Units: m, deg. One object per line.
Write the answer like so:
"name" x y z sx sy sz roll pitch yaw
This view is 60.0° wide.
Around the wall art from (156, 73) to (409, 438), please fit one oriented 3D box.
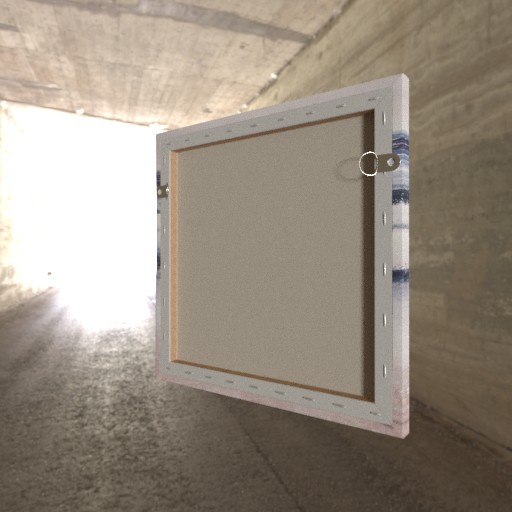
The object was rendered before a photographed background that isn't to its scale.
"wall art" 0.000 0.000 1.130 0.755 0.747 0.065 0 0 37
